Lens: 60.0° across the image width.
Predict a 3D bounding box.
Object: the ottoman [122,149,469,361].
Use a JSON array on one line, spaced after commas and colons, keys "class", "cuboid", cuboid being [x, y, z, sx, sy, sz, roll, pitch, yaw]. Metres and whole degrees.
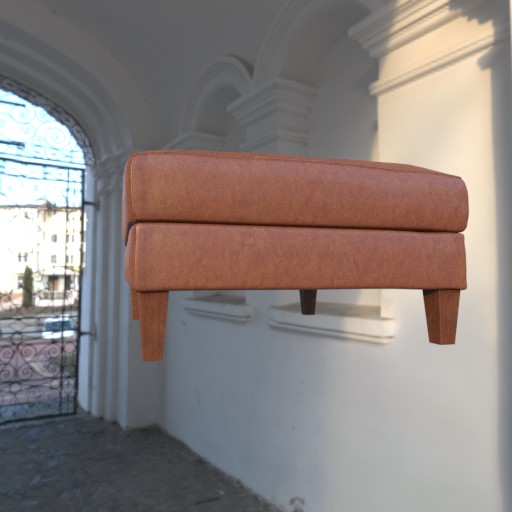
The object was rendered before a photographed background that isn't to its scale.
[{"class": "ottoman", "cuboid": [0.000, 0.000, 1.441, 0.836, 0.472, 0.987, 1, -2, -17]}]
